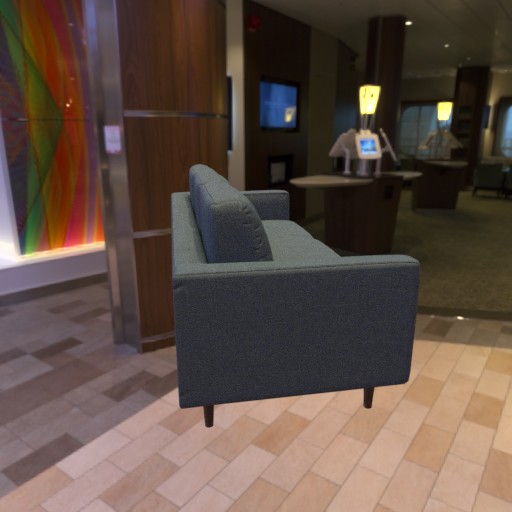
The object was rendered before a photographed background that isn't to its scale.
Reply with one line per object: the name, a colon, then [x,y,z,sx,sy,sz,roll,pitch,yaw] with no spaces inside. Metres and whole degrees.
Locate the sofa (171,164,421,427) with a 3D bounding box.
sofa: [0.000,0.000,2.550,0.935,0.945,2.013,-3,16,-10]
